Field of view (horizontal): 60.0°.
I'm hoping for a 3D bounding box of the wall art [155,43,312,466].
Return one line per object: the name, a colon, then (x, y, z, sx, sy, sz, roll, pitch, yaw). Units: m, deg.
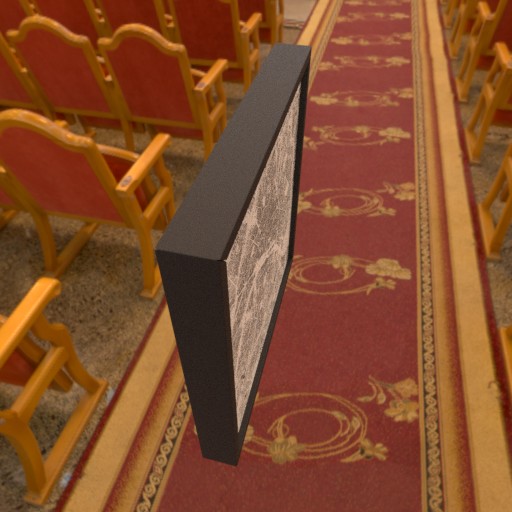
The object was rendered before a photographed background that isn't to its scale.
wall art: (0.000, 0.000, 0.449, 0.037, 0.305, 0.305, 10, 47, 10)
